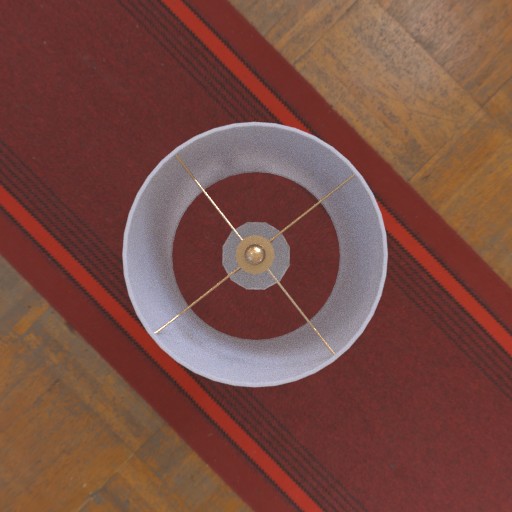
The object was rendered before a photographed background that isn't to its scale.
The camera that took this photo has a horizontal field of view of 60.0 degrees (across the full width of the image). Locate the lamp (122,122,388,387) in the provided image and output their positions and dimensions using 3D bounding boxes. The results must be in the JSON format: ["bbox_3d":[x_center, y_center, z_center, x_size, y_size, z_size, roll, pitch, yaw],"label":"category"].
[{"bbox_3d":[0.000,0.000,0.729,0.277,0.537,0.277,0,90,0],"label":"lamp"}]
